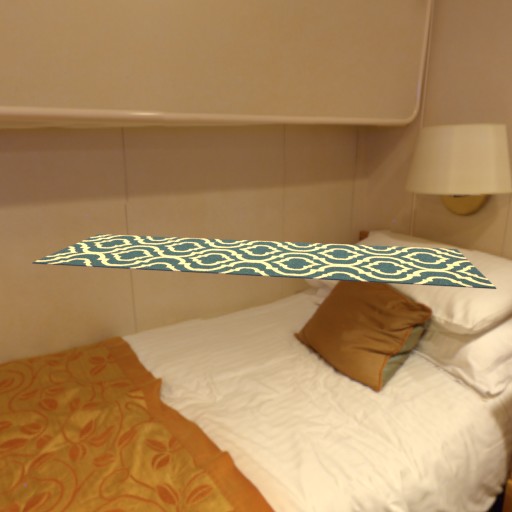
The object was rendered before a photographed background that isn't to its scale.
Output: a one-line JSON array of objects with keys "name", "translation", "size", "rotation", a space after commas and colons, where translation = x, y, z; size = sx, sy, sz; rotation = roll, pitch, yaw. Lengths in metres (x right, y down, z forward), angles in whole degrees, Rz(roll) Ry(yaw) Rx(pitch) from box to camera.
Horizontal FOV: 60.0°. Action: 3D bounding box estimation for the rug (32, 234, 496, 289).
[{"name": "rug", "translation": [0.000, 0.000, 2.491], "size": [2.296, 0.006, 0.685], "rotation": [3, 16, 10]}]
